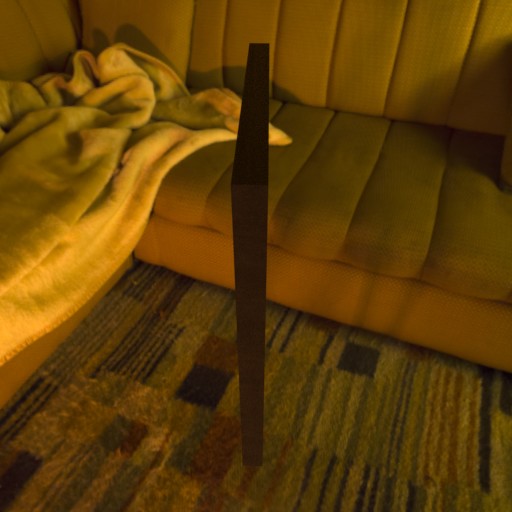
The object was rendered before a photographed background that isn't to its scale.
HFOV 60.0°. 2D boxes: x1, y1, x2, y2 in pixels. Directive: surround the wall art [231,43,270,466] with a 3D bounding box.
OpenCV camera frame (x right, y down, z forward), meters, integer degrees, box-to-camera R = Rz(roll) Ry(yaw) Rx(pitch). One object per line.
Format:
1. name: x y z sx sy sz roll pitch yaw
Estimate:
1. wall art: 0.000 0.000 0.750 0.034 0.552 0.455 1 40 1
